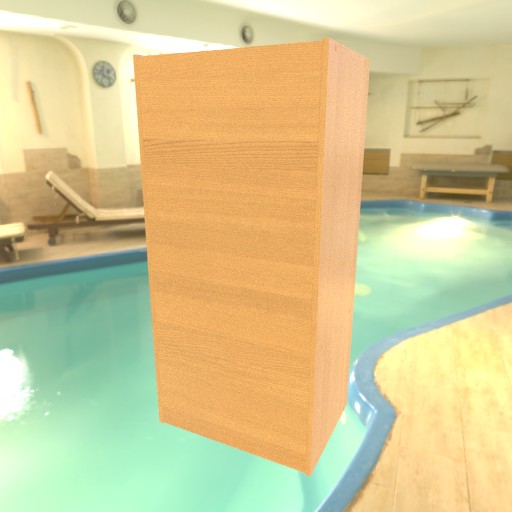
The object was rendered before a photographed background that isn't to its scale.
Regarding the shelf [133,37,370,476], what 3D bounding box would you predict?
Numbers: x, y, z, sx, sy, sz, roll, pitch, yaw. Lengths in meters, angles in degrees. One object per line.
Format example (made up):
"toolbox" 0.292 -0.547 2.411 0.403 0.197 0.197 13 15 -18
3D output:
"shelf" 0.000 0.000 1.062 0.417 0.876 0.292 8 18 26
